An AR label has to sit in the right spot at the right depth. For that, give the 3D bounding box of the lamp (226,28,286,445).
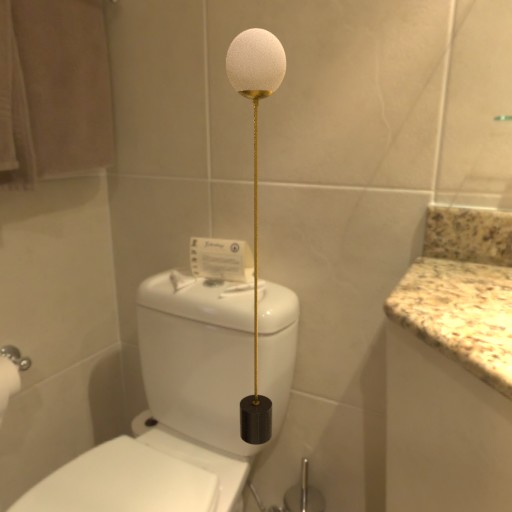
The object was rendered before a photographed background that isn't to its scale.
[{"bbox_3d":[0.000,0.000,1.875,0.229,1.748,0.229,-2,15,-9],"label":"lamp"}]
